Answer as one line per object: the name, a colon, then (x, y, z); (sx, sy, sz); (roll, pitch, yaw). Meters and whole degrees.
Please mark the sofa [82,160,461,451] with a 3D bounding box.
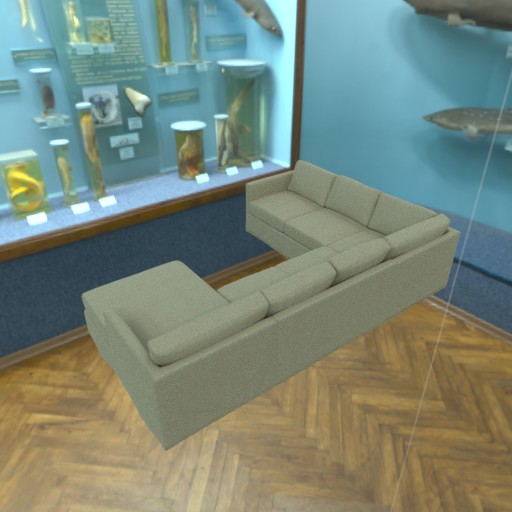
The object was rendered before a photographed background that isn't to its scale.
sofa: (0.000, 0.000, 4.616); (3.460, 0.882, 2.427); (-21, 37, -31)
